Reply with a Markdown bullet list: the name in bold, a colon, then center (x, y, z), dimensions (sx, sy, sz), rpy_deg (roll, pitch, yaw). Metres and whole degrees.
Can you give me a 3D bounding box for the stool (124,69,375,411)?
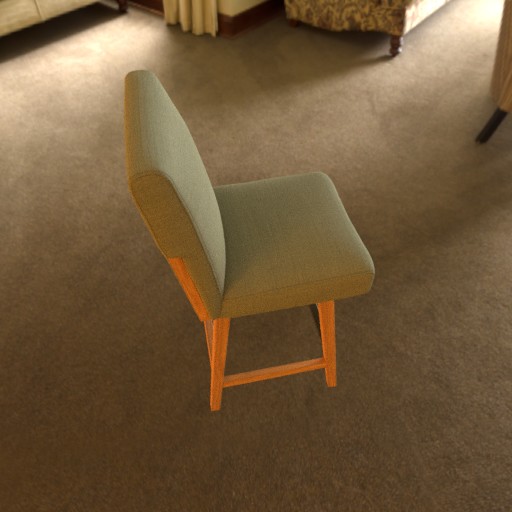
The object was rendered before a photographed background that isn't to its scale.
- **stool**: center (0.000, 0.000, 1.330), dimensions (0.570, 1.019, 0.459), rpy_deg (-9, 49, -8)
